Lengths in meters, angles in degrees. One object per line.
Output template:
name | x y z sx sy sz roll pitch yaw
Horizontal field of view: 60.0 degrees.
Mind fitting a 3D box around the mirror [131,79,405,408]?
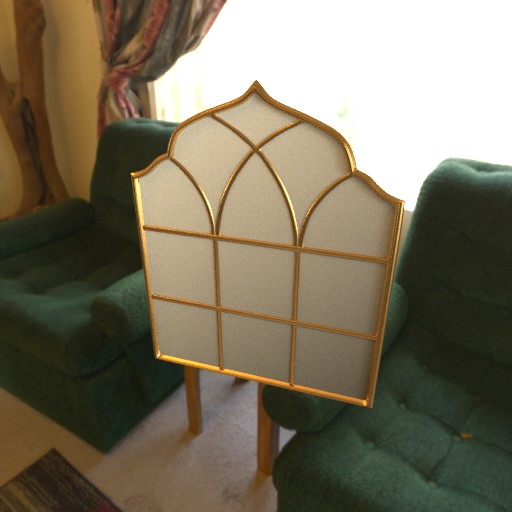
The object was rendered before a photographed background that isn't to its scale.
mirror | 0.000 0.000 0.855 0.513 0.635 0.018 8 28 16
